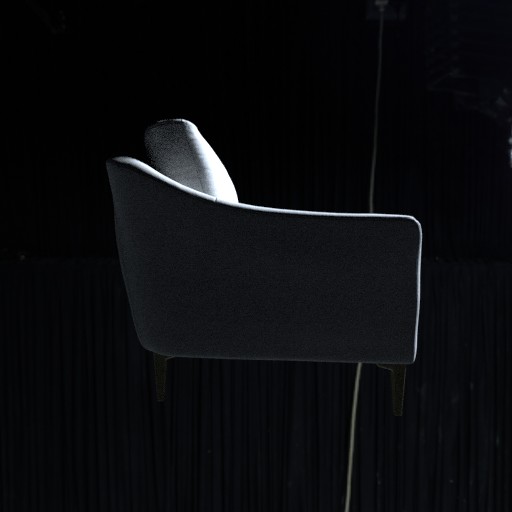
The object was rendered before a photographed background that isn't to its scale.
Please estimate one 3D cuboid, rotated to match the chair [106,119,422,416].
[{"bbox_3d":[0.000,0.000,1.725,0.961,0.902,0.986,0,3,0],"label":"chair"}]
